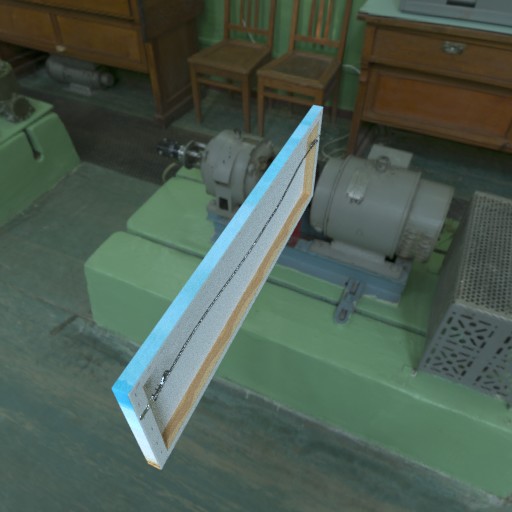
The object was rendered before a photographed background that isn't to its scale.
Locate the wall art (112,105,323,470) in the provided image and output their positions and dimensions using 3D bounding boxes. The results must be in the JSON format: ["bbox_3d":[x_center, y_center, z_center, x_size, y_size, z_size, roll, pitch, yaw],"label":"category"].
[{"bbox_3d":[0.000,0.000,0.851,0.044,0.254,0.759,17,49,16],"label":"wall art"}]
